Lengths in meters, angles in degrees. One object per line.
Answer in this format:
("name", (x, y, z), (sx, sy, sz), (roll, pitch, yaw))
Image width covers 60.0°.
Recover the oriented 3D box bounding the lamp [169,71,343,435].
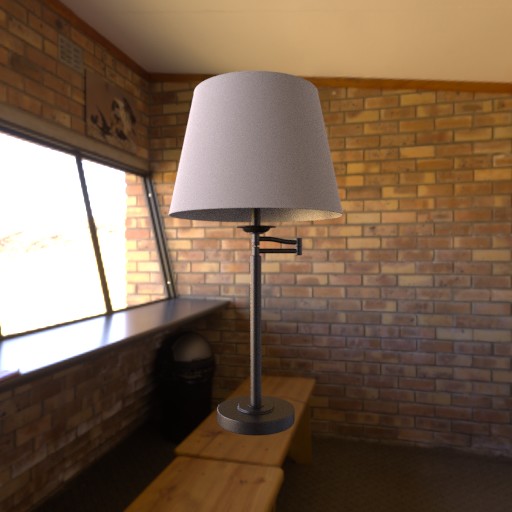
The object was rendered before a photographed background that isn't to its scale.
("lamp", (0.000, 0.000, 0.938), (0.363, 0.696, 0.363), (0, 0, 0))
